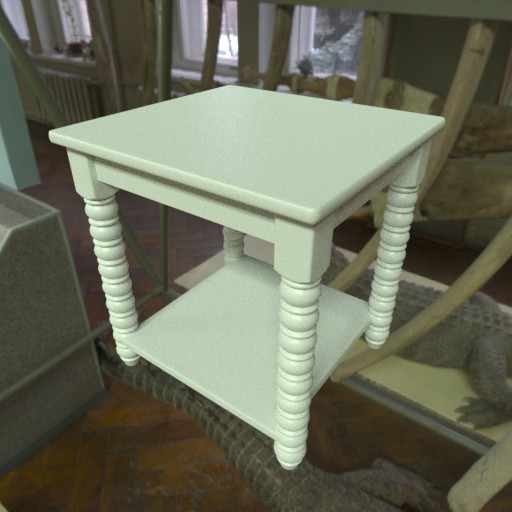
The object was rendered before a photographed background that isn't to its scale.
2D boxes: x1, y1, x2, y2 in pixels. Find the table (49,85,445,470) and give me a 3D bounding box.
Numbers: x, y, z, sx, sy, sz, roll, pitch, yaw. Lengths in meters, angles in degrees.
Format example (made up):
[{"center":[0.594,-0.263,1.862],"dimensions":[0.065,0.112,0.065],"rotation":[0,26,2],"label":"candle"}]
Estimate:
[{"center":[0.000,0.000,0.949],"dimensions":[0.533,0.563,0.500],"rotation":[21,38,30],"label":"table"}]
